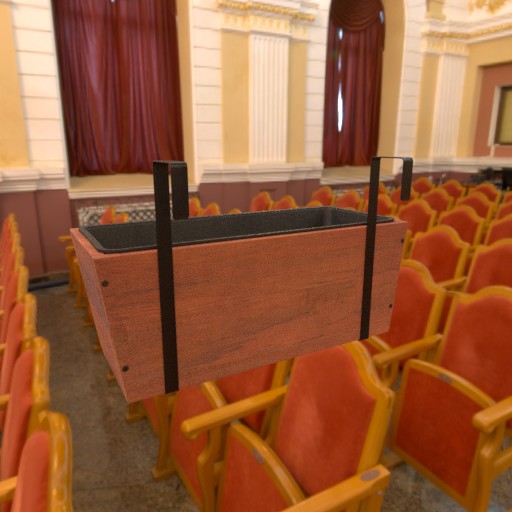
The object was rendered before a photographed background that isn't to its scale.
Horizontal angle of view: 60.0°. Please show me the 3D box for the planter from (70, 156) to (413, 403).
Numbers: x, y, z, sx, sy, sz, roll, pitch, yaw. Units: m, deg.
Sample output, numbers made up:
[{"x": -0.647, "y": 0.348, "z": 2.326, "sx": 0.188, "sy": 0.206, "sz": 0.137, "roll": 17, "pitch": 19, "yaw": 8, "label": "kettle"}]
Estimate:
[{"x": 0.000, "y": 0.000, "z": 0.661, "sx": 0.480, "sy": 0.289, "sz": 0.262, "roll": -8, "pitch": 16, "yaw": -28, "label": "planter"}]
